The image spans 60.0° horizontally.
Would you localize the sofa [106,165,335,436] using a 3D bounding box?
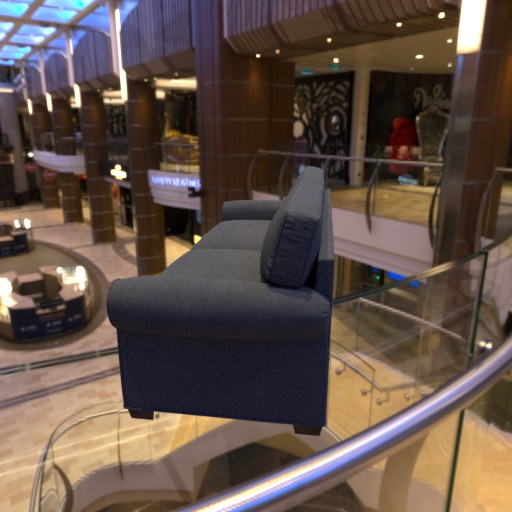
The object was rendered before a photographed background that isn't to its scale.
[{"bbox_3d":[0.000,0.000,2.905,0.954,1.026,2.391,2,16,8],"label":"sofa"}]
